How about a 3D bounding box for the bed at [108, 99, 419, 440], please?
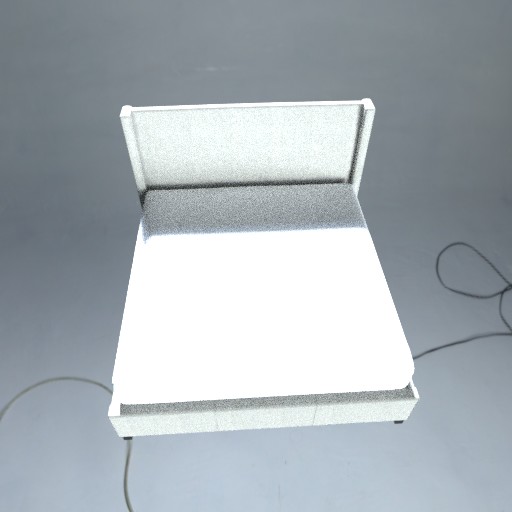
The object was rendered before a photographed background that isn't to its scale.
[{"bbox_3d":[0.000,0.000,3.563,2.140,1.470,2.280,-3,47,-2],"label":"bed"}]
